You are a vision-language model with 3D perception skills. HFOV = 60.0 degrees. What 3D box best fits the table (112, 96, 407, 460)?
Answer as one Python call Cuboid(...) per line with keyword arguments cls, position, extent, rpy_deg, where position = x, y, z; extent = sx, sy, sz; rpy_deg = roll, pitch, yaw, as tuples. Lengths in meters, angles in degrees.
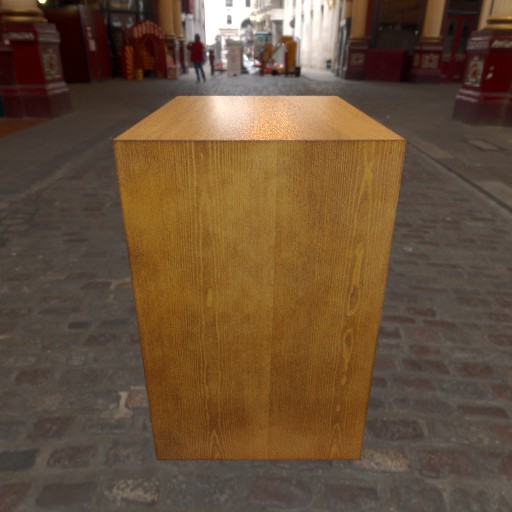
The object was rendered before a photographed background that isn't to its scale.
Cuboid(cls="table", position=(0.000, 0.000, 0.967), extent=(0.400, 0.605, 0.550), rpy_deg=(0, 26, 0))
